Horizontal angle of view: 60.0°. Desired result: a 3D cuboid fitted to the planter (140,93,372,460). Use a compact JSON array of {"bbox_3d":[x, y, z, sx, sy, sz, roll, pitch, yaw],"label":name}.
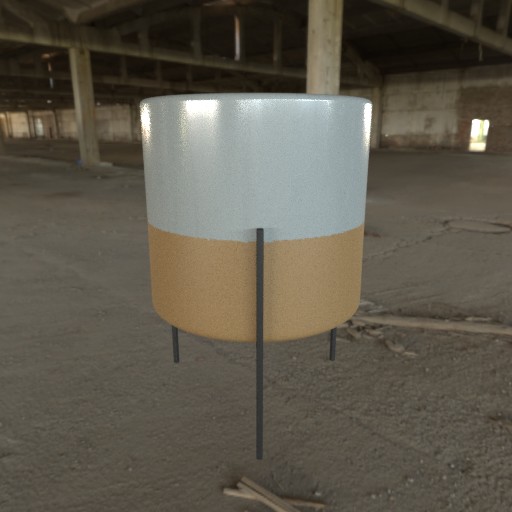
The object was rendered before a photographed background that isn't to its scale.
[{"bbox_3d":[0.000,0.000,0.653,0.310,0.432,0.310,15,22,41],"label":"planter"}]
